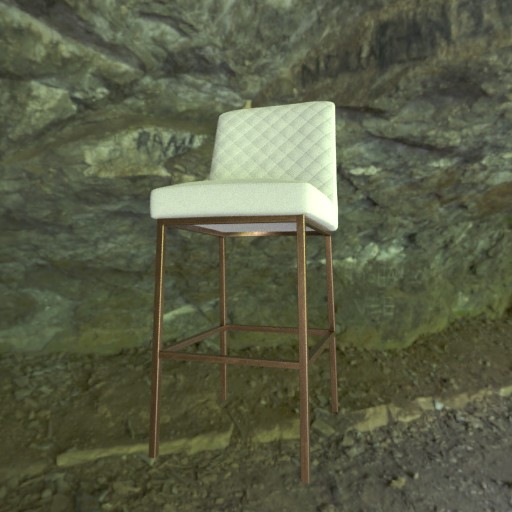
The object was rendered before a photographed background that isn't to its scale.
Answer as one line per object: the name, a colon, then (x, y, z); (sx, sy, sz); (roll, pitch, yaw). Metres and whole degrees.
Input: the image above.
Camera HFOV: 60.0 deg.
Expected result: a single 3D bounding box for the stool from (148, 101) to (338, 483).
stool: (0.000, 0.000, 1.377); (0.462, 1.084, 0.546); (0, 0, 18)
